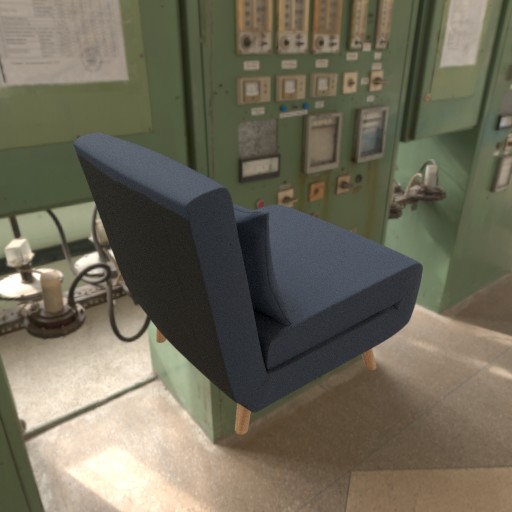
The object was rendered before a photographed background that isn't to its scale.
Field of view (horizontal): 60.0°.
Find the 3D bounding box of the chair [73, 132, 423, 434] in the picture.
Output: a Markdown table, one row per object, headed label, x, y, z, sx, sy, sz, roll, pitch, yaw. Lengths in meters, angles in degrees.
| label | x | y | z | sx | sy | sz | roll | pitch | yaw |
| --- | --- | --- | --- | --- | --- | --- | --- | --- | --- |
| chair | 0.000 | 0.000 | 1.513 | 0.900 | 0.808 | 0.770 | -18 | 31 | -32 |
